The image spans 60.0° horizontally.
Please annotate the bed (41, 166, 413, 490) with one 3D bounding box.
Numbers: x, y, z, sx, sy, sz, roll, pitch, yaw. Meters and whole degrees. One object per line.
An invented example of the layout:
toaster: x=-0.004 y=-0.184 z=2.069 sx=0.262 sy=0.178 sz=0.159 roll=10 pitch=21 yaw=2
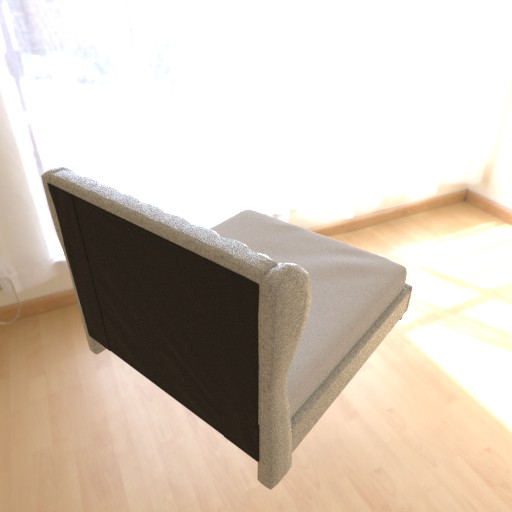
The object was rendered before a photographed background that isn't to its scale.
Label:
bed: x=0.000 y=0.000 z=3.864 sx=2.219 sy=1.771 sz=2.347 roll=24 pitch=40 yaw=32
